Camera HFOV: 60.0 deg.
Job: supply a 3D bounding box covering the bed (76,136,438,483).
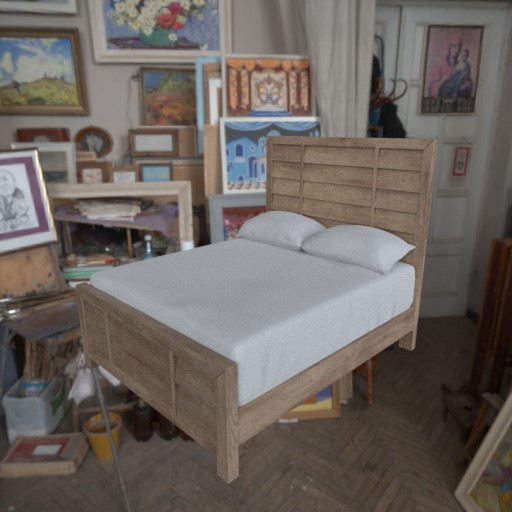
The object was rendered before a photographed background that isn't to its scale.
[{"bbox_3d":[0.000,0.000,3.213,2.017,1.631,1.615,-16,22,-43],"label":"bed"}]
